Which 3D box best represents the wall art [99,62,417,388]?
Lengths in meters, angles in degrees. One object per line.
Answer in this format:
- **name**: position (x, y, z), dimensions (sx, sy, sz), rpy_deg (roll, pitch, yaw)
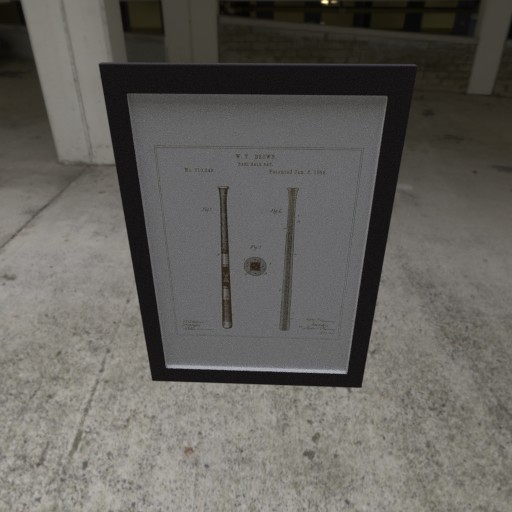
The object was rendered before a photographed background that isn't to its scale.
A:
- **wall art**: position (0.000, 0.000, 0.659), dimensions (0.374, 0.529, 0.012), rpy_deg (1, 31, 2)
